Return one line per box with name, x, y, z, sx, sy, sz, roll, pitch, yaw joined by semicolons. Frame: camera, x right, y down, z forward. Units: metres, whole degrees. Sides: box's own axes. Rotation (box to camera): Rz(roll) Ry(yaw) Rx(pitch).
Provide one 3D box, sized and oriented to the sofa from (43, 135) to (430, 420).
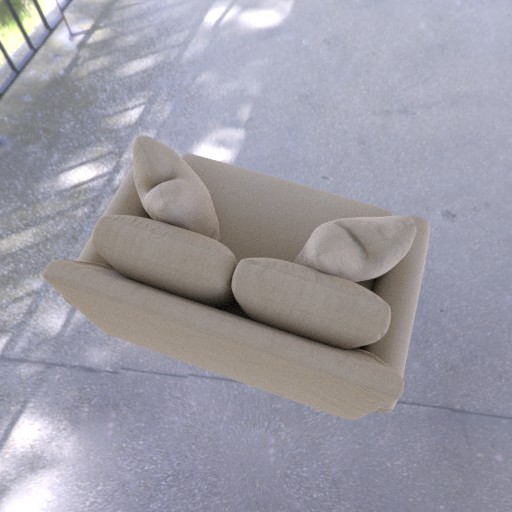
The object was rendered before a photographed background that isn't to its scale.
sofa;0.000;0.000;2.168;1.550;0.905;1.070;17;66;8
